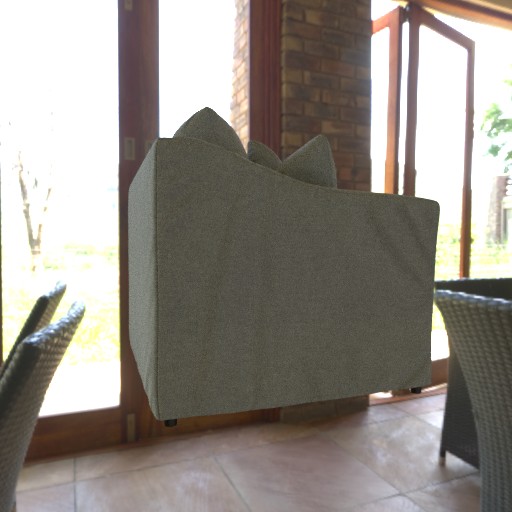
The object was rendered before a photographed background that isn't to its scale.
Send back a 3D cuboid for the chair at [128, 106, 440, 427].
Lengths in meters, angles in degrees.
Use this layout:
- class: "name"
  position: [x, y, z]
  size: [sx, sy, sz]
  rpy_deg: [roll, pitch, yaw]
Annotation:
- class: "chair"
  position: [0.000, 0.000, 2.034]
  size: [1.071, 1.059, 1.194]
  rpy_deg: [-1, 2, -20]
